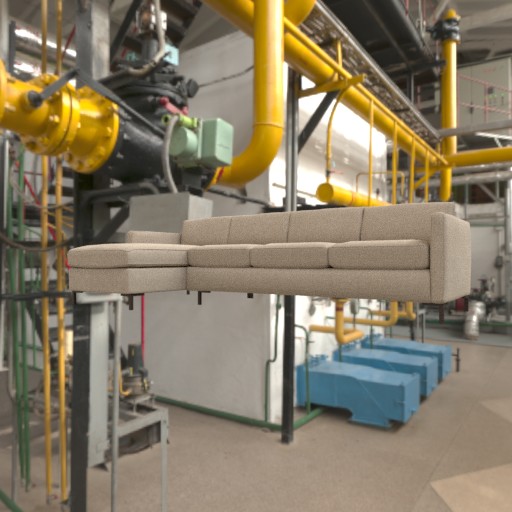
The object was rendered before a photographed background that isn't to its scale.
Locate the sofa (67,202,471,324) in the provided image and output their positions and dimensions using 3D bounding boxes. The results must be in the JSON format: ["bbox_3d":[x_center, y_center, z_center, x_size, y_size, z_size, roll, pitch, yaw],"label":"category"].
[{"bbox_3d":[0.000,0.000,3.498,2.923,0.816,1.469,0,-1,35],"label":"sofa"}]
